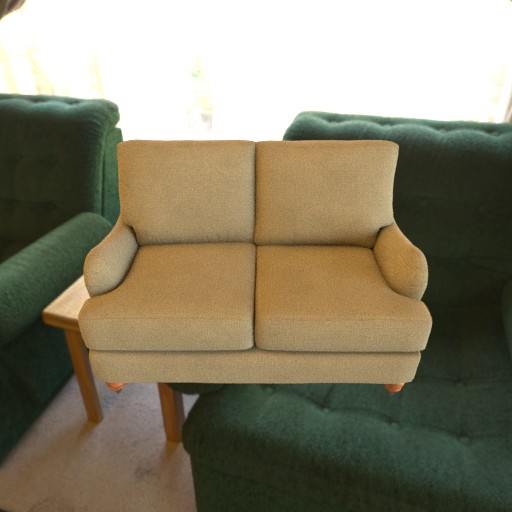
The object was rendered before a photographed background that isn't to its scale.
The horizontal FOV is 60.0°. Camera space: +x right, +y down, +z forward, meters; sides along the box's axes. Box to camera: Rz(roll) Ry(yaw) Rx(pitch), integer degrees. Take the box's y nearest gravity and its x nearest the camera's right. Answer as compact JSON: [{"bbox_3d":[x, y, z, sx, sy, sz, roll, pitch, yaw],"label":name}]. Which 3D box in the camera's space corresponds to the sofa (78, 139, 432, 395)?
[{"bbox_3d":[0.000,0.000,2.216,1.480,0.999,1.087,0,31,0],"label":"sofa"}]
